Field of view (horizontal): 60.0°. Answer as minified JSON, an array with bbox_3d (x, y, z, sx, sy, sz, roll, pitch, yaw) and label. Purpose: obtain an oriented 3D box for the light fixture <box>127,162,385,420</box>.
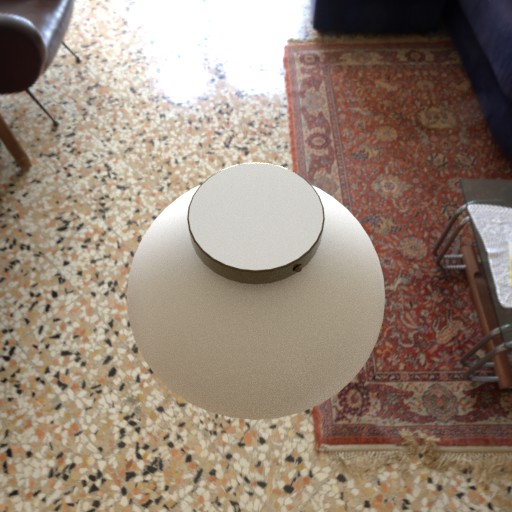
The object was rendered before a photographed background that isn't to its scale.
[{"bbox_3d":[0.000,0.000,0.553,0.355,0.177,0.355,0,58,0],"label":"light fixture"}]
